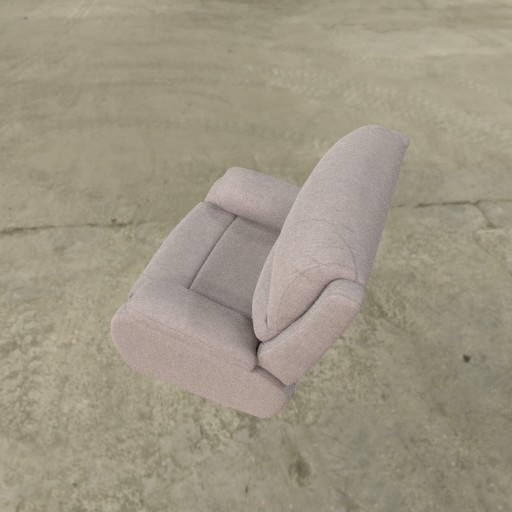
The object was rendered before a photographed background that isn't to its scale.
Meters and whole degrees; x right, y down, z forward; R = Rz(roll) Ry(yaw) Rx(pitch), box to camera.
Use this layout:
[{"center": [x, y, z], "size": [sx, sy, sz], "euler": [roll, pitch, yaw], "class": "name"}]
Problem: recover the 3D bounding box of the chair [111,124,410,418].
[{"center": [0.000, 0.000, 1.766], "size": [0.899, 1.011, 0.930], "euler": [16, 48, 15], "class": "chair"}]
